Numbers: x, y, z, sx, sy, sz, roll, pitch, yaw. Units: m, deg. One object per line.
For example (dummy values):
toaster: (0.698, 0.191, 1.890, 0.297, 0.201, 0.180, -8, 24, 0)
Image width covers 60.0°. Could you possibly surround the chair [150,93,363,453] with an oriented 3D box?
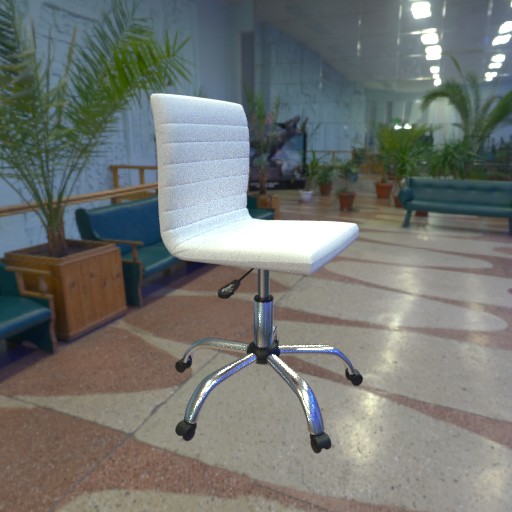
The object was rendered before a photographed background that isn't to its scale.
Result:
chair: (0.000, 0.000, 1.145, 0.530, 0.780, 0.556, 7, 17, 25)
